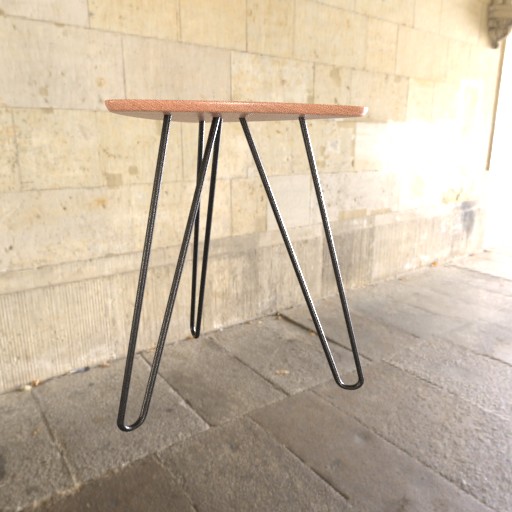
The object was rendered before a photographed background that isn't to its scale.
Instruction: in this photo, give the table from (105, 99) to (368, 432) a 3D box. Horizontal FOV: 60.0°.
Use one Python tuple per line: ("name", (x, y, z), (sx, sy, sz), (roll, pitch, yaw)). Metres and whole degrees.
("table", (0.000, 0.000, 0.891), (0.455, 0.564, 0.442), (2, 15, 9))
